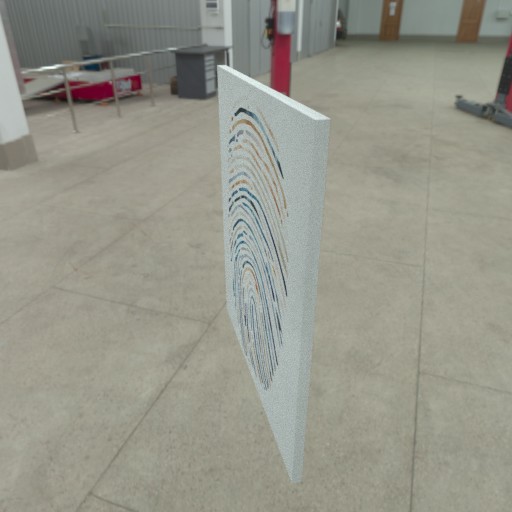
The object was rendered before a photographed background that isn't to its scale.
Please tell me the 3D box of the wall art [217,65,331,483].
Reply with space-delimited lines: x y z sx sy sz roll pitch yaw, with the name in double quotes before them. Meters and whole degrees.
"wall art" 0.000 0.000 0.969 0.021 0.710 0.609 -8 30 -14
